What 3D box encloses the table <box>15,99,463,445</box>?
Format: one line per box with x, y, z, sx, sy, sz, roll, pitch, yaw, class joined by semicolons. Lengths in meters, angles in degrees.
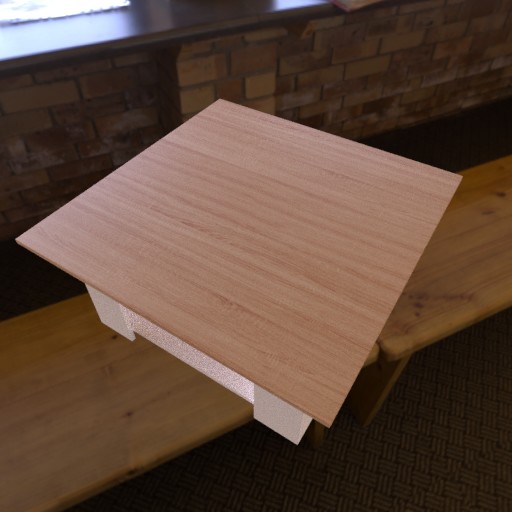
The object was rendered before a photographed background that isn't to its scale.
0.000;0.000;1.031;0.670;0.305;0.670;25;51;22;table
